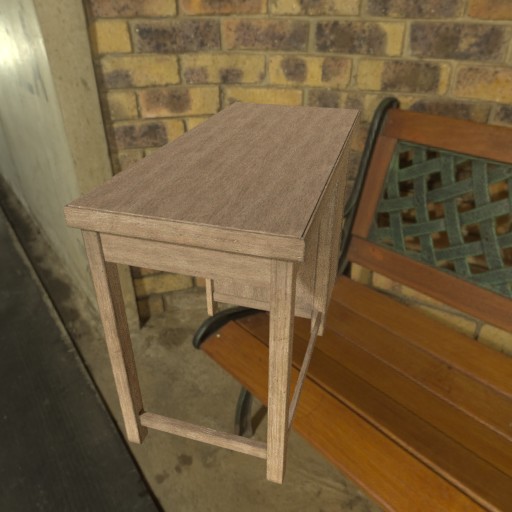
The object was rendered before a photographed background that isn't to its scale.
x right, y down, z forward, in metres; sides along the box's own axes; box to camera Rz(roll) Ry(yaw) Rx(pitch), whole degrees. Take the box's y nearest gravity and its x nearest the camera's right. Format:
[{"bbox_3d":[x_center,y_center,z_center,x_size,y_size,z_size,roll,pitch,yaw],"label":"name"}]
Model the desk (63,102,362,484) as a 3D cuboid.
[{"bbox_3d":[0.000,0.000,1.778,0.610,0.912,1.289,9,32,14],"label":"desk"}]
